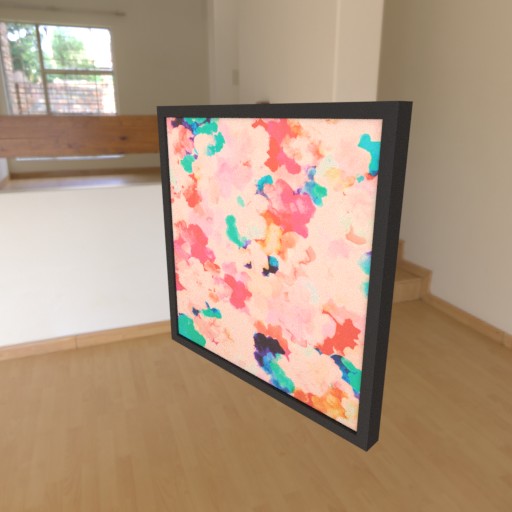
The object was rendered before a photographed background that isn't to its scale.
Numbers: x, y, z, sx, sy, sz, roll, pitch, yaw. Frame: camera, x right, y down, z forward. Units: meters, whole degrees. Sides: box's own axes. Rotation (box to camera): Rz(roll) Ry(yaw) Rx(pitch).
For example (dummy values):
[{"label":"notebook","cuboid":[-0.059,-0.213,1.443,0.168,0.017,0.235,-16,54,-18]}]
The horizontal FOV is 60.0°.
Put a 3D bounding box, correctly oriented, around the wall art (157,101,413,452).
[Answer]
[{"label":"wall art","cuboid":[0.000,0.000,0.777,0.506,0.503,0.036,17,24,42]}]
